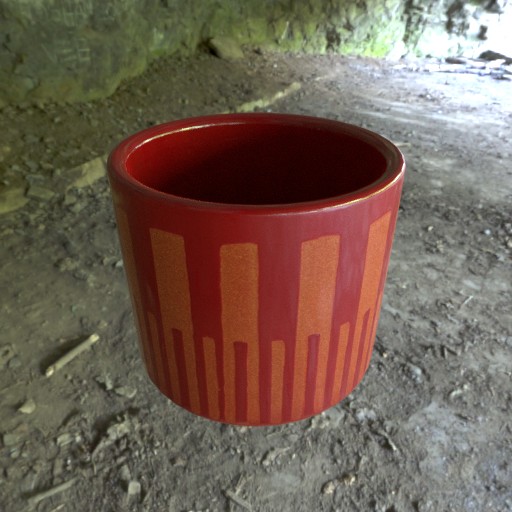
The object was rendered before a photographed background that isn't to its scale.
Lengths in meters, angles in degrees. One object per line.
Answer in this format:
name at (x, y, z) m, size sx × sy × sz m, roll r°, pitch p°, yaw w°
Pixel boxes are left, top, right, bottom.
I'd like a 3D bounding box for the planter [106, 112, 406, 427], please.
planter at (0.000, 0.000, 0.403) m, size 0.230 × 0.202 × 0.230 m, roll 0°, pitch 32°, yaw 0°
